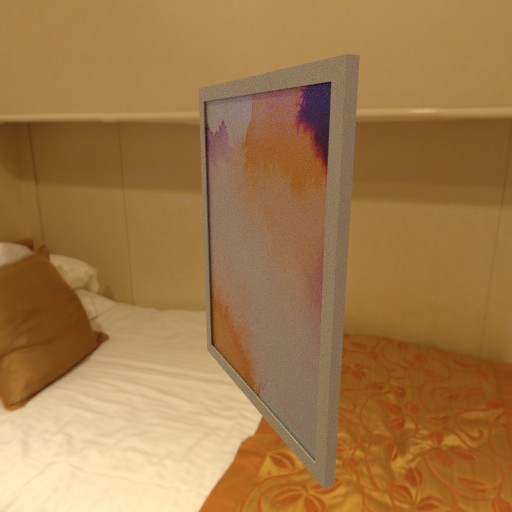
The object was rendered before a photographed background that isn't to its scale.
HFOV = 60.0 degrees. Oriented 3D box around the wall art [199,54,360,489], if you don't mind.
[{"bbox_3d":[0.000,0.000,1.076,0.026,0.811,0.661,-8,18,-26],"label":"wall art"}]
